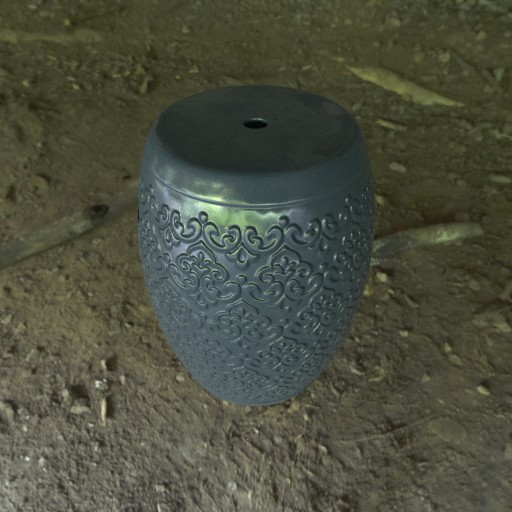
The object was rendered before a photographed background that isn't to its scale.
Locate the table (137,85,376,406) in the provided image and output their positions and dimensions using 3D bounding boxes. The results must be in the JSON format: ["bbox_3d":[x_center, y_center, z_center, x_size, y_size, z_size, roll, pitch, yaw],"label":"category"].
[{"bbox_3d":[0.000,0.000,0.621,0.309,0.397,0.309,0,41,0],"label":"table"}]
